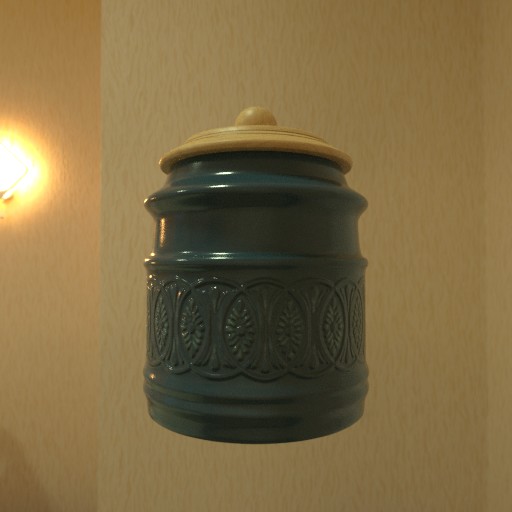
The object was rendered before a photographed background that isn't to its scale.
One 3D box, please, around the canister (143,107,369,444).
[{"bbox_3d":[0.000,0.000,0.263,0.130,0.176,0.130,0,-1,0],"label":"canister"}]
